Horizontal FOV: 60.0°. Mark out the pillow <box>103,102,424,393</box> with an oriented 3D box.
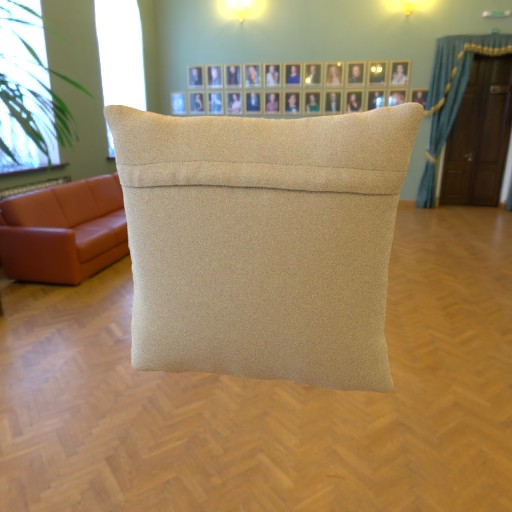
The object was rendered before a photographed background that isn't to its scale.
[{"bbox_3d":[0.000,0.000,0.702,0.459,0.458,0.181,3,17,9],"label":"pillow"}]
